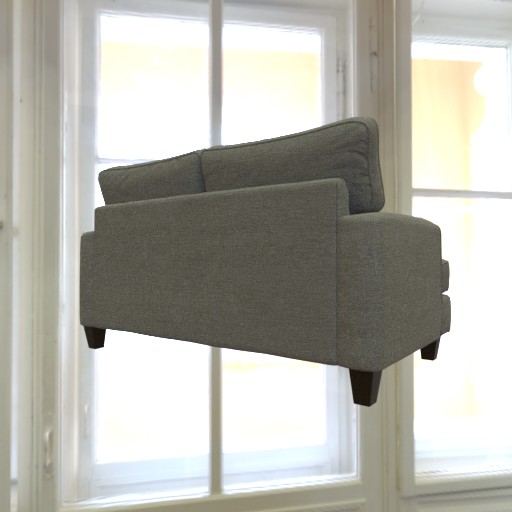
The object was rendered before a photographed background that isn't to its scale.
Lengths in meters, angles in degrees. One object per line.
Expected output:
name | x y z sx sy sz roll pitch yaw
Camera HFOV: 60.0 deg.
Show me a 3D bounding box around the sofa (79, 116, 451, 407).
sofa | 0.000 0.000 2.214 1.651 0.965 0.965 0 0 37
